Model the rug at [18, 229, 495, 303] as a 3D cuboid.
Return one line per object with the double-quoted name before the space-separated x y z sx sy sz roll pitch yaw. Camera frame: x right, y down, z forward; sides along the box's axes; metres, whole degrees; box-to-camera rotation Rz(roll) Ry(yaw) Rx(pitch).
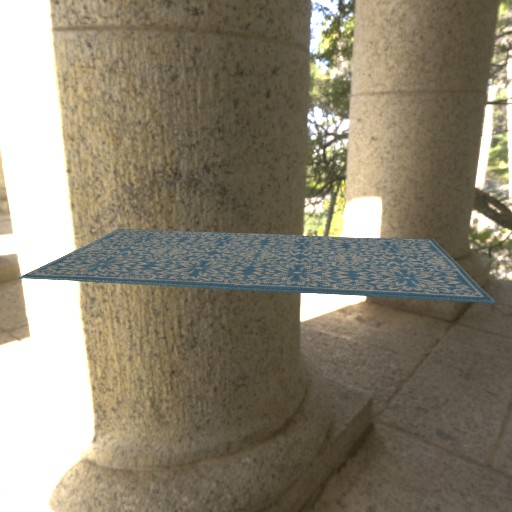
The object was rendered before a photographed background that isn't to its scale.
"rug" 0.000 0.000 1.404 1.219 0.007 0.604 2 16 8
